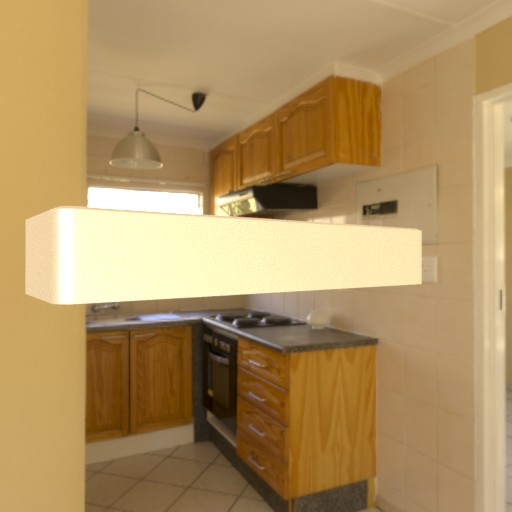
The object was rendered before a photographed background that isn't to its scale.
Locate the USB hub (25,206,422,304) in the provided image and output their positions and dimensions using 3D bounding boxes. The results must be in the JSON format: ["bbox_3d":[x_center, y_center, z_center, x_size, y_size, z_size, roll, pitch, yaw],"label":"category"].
[{"bbox_3d":[0.000,0.000,0.161,0.145,0.023,0.044,0,0,-36],"label":"USB hub"}]
